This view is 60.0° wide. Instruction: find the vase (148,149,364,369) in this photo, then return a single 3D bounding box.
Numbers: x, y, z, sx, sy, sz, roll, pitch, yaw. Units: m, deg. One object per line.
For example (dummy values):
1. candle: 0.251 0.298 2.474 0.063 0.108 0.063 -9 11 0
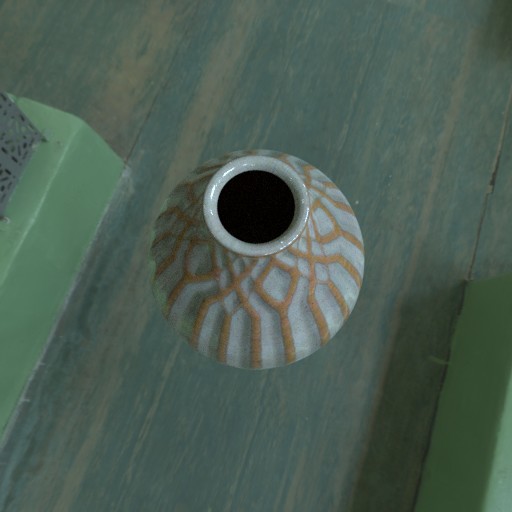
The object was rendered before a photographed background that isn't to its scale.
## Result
1. vase: 0.000 0.000 0.264 0.131 0.175 0.131 0 76 0
